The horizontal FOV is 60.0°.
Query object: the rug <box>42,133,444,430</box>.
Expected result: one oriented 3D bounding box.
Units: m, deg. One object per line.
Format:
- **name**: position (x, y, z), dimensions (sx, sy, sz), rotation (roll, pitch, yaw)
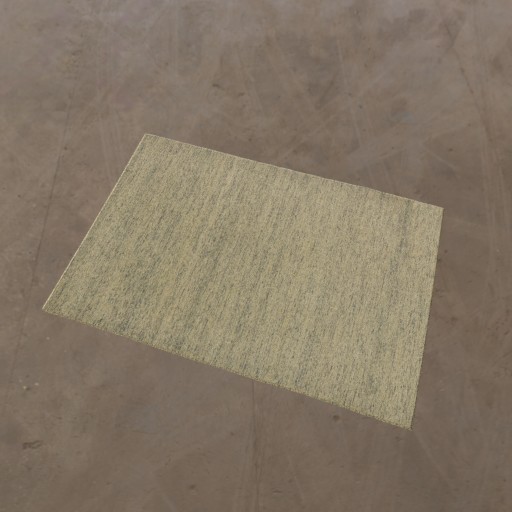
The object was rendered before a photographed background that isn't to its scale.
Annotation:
- **rug**: position (0.000, 0.000, 2.356), dimensions (1.846, 0.014, 1.243), rotation (16, 63, 8)
